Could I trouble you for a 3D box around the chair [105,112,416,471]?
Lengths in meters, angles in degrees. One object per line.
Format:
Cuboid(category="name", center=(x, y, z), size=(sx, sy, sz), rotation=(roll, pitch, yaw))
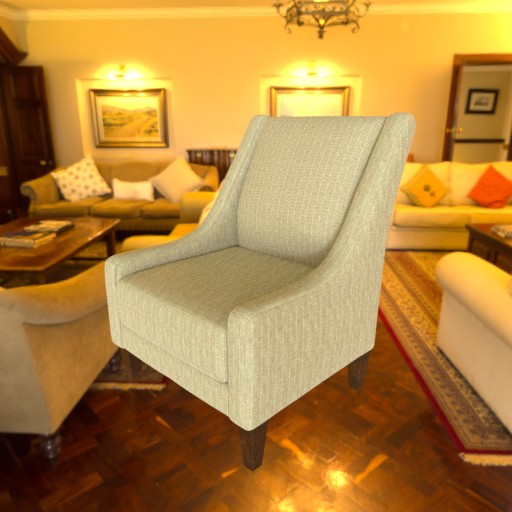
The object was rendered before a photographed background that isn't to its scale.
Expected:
Cuboid(category="chair", center=(0.000, 0.000, 1.644), size=(0.774, 1.014, 0.870), rotation=(16, 23, 42))
